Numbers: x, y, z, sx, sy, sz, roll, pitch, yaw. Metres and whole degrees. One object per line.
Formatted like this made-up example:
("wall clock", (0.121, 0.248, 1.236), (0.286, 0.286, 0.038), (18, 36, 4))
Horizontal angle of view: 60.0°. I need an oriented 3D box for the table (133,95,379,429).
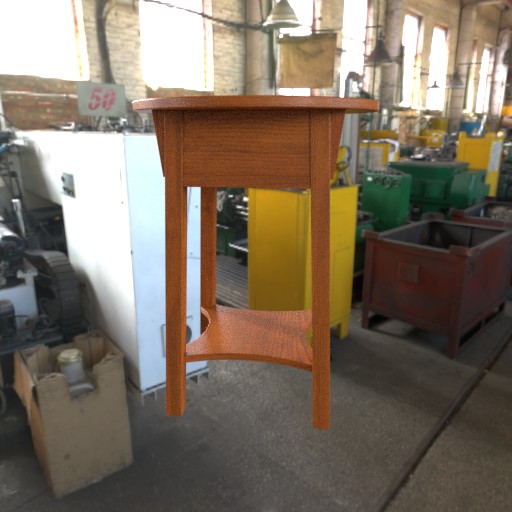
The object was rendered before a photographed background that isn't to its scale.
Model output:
("table", (0.000, 0.000, 0.935), (0.457, 0.610, 0.457), (0, 16, 0))
